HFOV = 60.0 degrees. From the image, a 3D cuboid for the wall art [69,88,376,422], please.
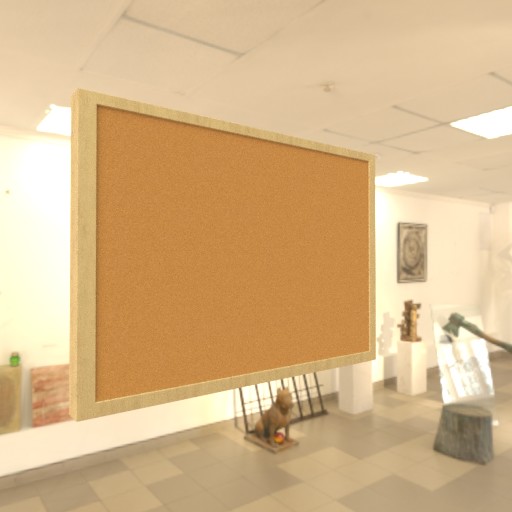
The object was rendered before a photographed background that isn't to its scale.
[{"bbox_3d":[0.000,0.000,0.676,0.532,0.380,0.032,1,-1,-37],"label":"wall art"}]
